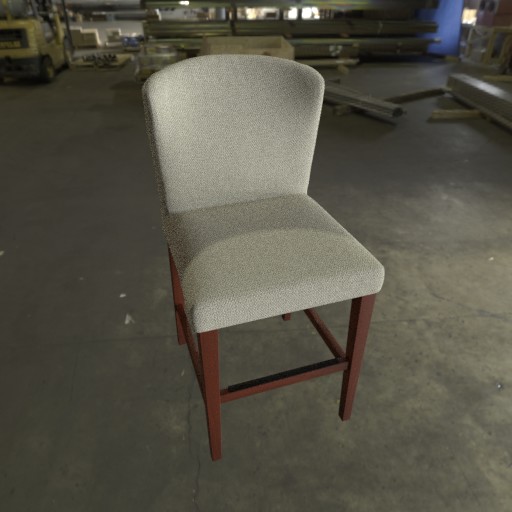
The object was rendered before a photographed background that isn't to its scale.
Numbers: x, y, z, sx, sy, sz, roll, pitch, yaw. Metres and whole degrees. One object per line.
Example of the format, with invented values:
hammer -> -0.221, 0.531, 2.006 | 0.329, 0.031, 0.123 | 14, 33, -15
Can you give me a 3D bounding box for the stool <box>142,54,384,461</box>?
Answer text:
stool -> 0.000, 0.000, 1.243 | 0.481, 0.969, 0.568 | -10, 34, -16
